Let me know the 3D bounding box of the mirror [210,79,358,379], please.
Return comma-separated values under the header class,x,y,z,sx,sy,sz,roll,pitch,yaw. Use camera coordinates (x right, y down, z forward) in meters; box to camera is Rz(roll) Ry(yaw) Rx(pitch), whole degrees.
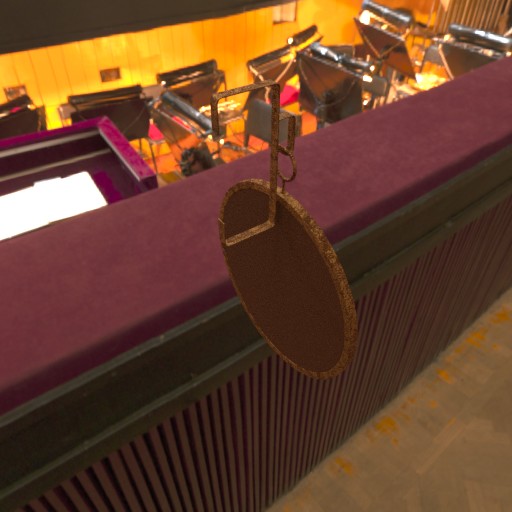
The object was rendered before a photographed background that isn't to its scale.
class,x,y,z,sx,sy,sz,roll,pitch,yaw
mirror,0.000,0.000,0.850,0.144,0.651,0.447,-25,47,-26
